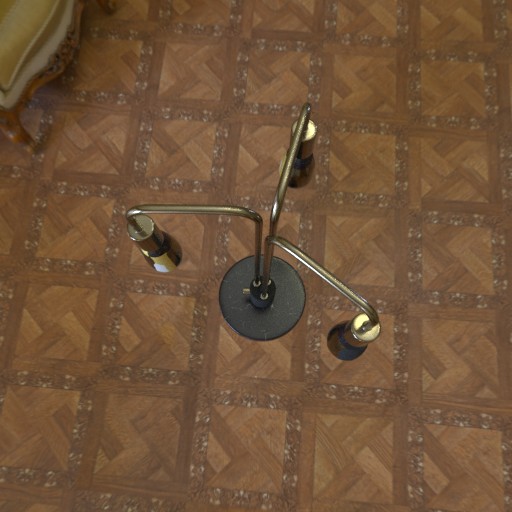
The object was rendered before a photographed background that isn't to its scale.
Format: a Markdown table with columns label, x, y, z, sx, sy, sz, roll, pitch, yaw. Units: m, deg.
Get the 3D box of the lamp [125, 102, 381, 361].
| label | x | y | z | sx | sy | sz | roll | pitch | yaw |
| --- | --- | --- | --- | --- | --- | --- | --- | --- | --- |
| lamp | 0.000 | 0.000 | 0.804 | 0.368 | 0.560 | 0.355 | 4 | 75 | 1 |
